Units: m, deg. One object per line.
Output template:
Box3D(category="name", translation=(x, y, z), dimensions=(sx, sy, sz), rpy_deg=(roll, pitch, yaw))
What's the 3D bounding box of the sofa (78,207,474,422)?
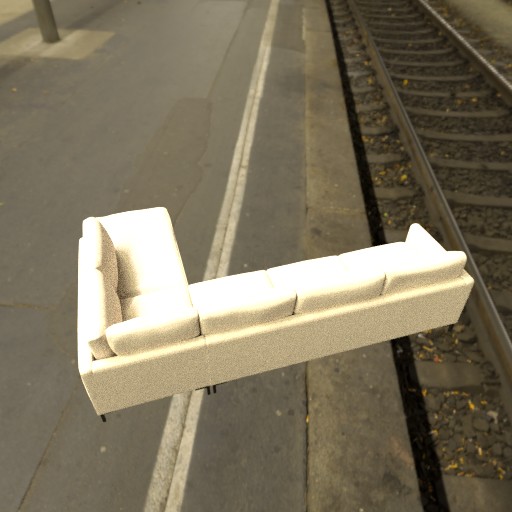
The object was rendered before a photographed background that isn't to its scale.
Box3D(category="sofa", translation=(0.000, 0.000, 3.912), dimensions=(2.949, 0.815, 2.007), rpy_deg=(-11, 41, -13))
